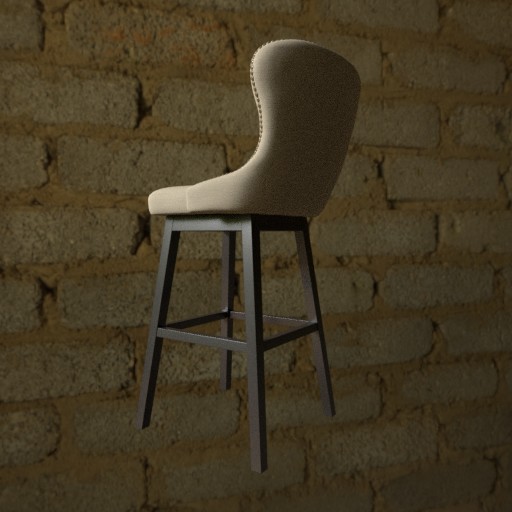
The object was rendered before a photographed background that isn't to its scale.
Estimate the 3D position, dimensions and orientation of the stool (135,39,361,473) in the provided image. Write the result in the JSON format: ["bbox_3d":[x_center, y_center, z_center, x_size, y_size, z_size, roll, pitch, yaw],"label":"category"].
[{"bbox_3d":[0.000,0.000,1.364,0.605,1.066,0.528,2,3,34],"label":"stool"}]
